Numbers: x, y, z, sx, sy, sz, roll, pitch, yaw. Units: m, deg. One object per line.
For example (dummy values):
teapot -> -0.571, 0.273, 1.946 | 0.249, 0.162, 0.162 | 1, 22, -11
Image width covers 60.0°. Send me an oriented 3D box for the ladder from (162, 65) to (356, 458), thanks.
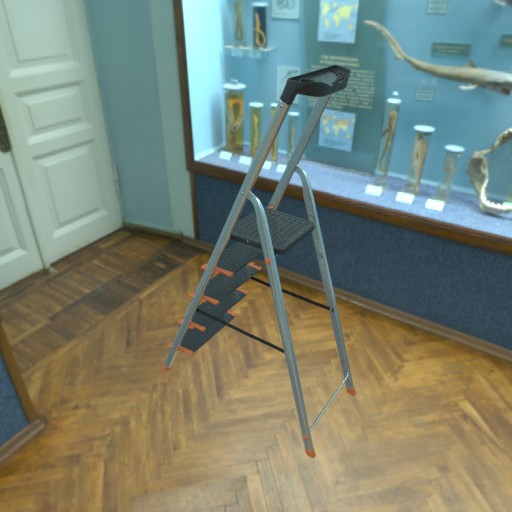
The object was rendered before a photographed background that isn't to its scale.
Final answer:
ladder -> 0.000, 0.000, 2.054 | 0.995, 1.646, 0.480 | 20, 37, 29
